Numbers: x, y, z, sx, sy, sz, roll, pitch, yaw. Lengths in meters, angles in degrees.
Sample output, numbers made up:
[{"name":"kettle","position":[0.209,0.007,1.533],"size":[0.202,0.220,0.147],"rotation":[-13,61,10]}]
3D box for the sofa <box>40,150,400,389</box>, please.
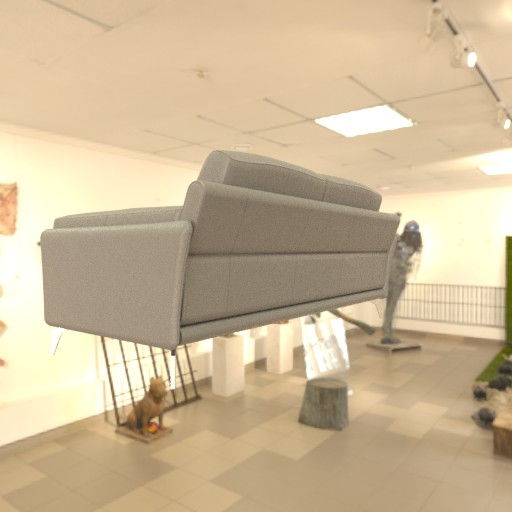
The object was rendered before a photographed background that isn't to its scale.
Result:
[{"name":"sofa","position":[0.000,0.000,2.641],"size":[1.049,0.930,2.101],"rotation":[1,1,37]}]
